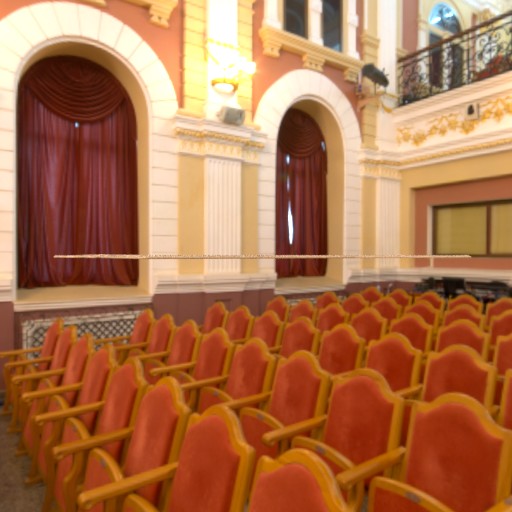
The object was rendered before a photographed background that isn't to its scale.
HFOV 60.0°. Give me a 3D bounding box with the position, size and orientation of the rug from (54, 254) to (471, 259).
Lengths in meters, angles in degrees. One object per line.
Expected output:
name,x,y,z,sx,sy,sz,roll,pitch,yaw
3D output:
rug,0.000,0.000,4.123,3.052,0.030,2.429,0,0,-35
